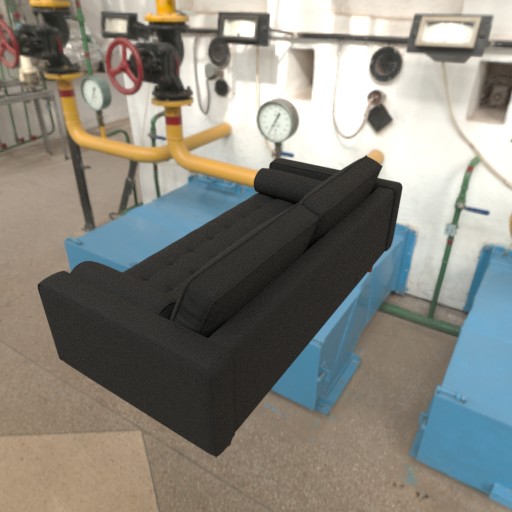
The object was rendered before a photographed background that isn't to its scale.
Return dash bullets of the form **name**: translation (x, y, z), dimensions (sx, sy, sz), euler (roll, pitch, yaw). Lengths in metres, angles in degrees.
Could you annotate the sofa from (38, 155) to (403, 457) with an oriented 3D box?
- **sofa**: translation (0.000, 0.000, 2.320), dimensions (0.914, 0.759, 1.875), euler (19, 36, 28)
